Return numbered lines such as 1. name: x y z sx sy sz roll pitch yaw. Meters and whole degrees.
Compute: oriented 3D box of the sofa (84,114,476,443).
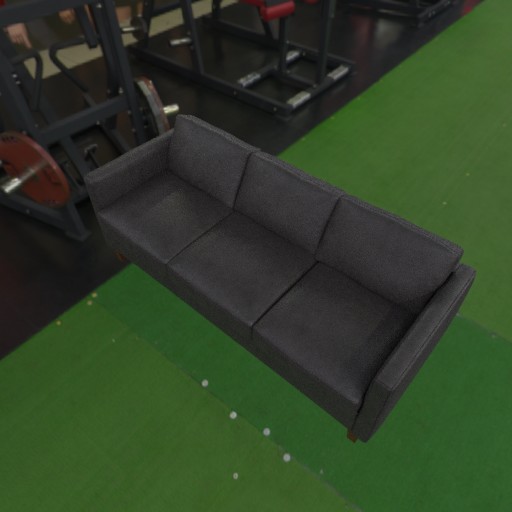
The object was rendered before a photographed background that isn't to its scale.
1. sofa: 0.000 0.000 3.010 2.464 1.006 1.045 32 55 27
